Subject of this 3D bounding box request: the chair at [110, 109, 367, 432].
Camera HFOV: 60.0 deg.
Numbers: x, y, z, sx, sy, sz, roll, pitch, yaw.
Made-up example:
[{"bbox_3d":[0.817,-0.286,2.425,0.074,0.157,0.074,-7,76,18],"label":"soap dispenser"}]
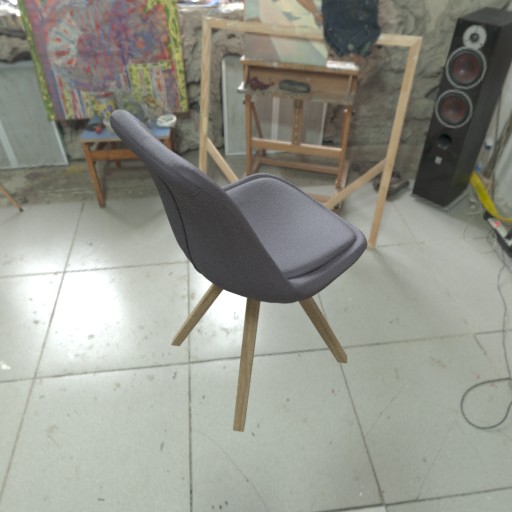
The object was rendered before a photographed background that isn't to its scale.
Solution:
[{"bbox_3d":[0.000,0.000,1.207,0.547,0.865,0.483,-26,48,-26],"label":"chair"}]
